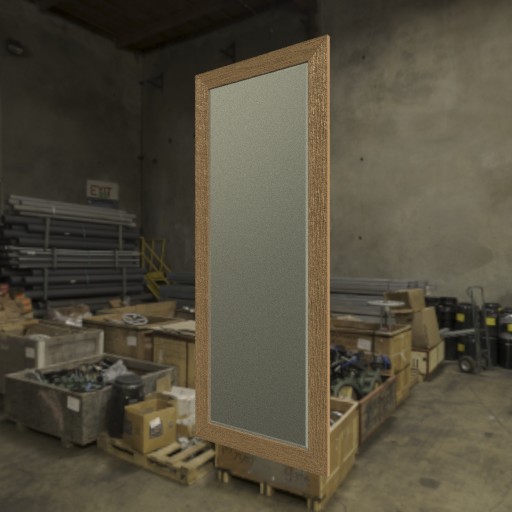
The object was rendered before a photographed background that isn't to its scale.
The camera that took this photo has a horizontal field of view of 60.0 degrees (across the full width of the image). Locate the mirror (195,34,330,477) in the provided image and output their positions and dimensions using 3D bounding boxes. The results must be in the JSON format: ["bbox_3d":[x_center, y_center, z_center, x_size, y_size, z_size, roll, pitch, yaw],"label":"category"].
[{"bbox_3d":[0.000,0.000,2.273,0.812,2.031,0.026,0,0,35],"label":"mirror"}]
